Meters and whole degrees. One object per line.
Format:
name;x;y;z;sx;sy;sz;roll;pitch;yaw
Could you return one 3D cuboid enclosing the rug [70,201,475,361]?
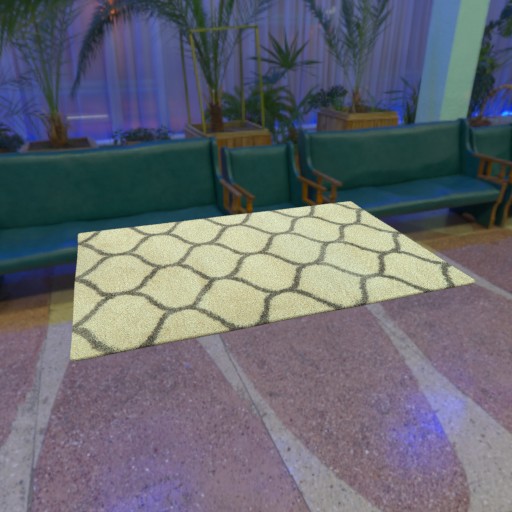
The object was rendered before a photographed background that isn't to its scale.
rug;0.000;0.000;3.518;2.701;0.026;1.801;-8;28;-16
